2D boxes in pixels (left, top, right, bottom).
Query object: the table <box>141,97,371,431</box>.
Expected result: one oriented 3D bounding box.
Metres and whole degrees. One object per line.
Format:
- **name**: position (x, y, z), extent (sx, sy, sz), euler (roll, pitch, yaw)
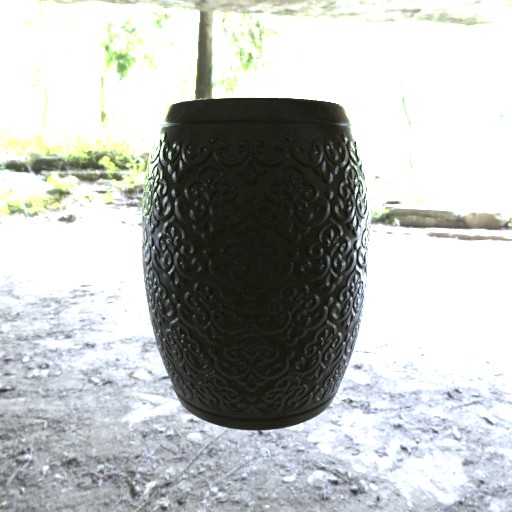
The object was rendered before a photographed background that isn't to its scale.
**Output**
- **table**: position (0.000, 0.000, 0.619), extent (0.309, 0.397, 0.309), euler (0, 13, 0)
